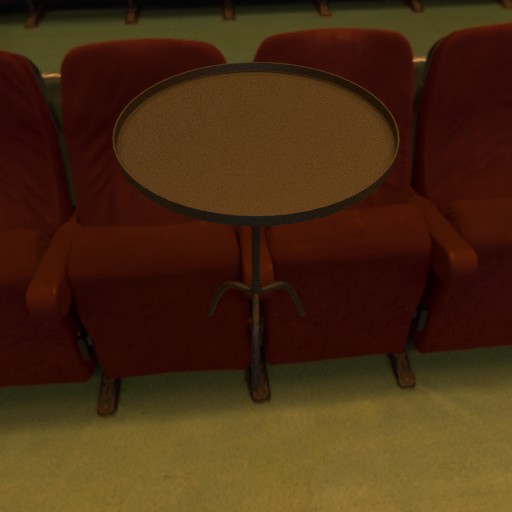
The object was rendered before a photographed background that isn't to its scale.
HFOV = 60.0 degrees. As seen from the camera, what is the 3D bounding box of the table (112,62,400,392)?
[{"bbox_3d":[0.000,0.000,1.049,0.502,0.700,0.502,-4,47,-4],"label":"table"}]
